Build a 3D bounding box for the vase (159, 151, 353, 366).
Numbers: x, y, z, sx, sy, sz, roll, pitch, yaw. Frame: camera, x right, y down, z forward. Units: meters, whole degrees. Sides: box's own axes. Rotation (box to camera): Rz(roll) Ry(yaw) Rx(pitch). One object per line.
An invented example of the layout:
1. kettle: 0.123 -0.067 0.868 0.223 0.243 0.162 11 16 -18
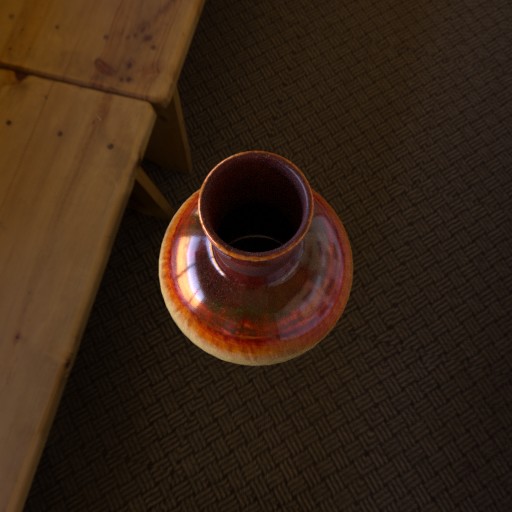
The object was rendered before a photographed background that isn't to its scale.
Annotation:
1. vase: 0.000 0.000 0.230 0.111 0.154 0.111 0 76 0
